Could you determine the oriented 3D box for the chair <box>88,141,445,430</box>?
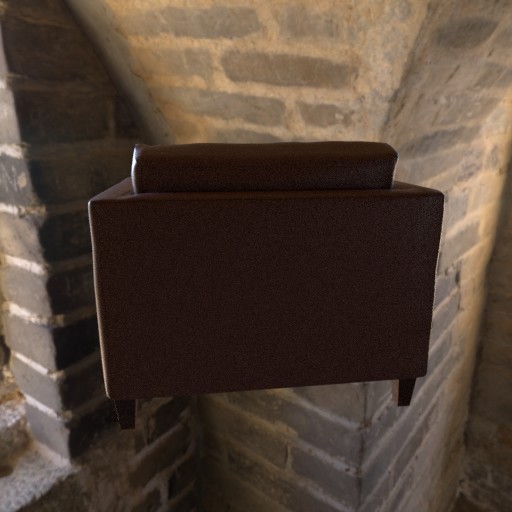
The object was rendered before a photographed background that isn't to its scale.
[{"bbox_3d":[0.000,0.000,1.822,1.107,0.917,0.959,-2,15,-8],"label":"chair"}]
